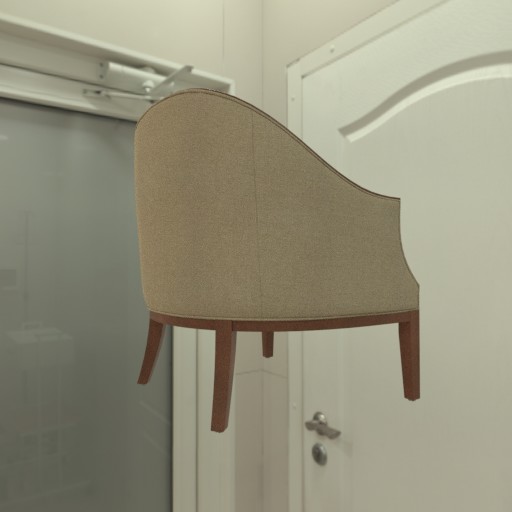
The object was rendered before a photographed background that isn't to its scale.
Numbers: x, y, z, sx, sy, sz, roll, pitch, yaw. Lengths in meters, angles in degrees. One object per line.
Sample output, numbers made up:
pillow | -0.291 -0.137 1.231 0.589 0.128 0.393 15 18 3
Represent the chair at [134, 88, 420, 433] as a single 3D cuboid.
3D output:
chair | 0.000 0.000 1.471 0.735 0.876 0.803 1 -1 -35
